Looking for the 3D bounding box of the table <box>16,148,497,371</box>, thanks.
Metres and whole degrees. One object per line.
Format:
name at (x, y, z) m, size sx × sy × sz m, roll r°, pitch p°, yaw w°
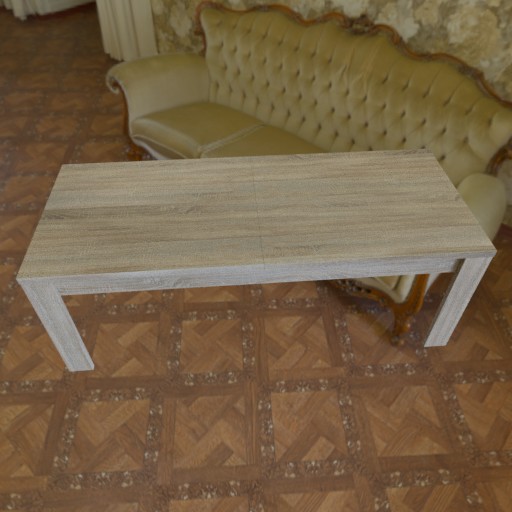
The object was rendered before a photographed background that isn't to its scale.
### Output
table at (0.000, 0.000, 2.615) m, size 2.200 × 0.790 × 0.900 m, roll -3°, pitch 45°, yaw -3°
